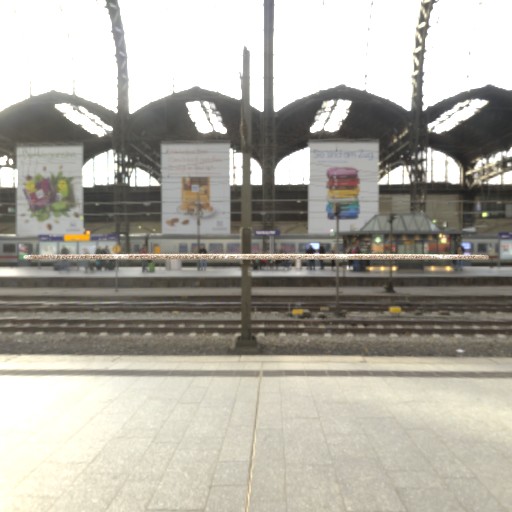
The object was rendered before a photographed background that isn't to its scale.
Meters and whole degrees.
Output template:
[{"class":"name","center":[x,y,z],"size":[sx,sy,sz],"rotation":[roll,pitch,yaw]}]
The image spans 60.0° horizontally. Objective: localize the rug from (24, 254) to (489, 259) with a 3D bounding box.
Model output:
[{"class":"rug","center":[0.000,0.000,4.094],"size":[3.047,0.029,2.438],"rotation":[0,0,0]}]
